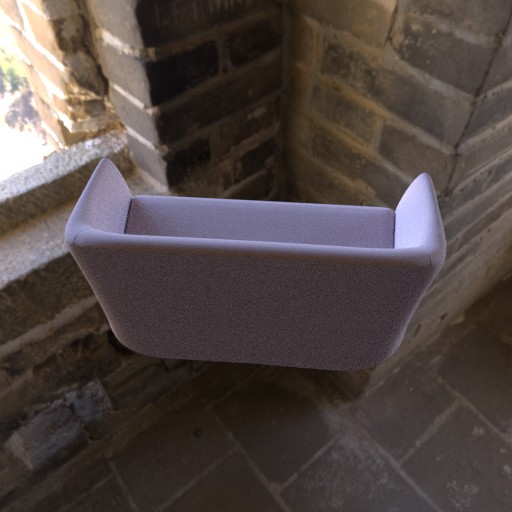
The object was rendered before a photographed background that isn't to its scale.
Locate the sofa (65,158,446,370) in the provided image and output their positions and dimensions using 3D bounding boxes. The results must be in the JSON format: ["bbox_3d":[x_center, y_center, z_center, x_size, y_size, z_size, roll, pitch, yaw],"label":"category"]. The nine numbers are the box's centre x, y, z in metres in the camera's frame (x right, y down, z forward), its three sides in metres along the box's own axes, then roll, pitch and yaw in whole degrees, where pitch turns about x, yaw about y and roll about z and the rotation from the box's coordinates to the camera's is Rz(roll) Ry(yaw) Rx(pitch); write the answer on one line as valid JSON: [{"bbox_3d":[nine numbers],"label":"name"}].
[{"bbox_3d":[0.000,0.000,1.867,1.452,0.721,0.705,3,46,3],"label":"sofa"}]
